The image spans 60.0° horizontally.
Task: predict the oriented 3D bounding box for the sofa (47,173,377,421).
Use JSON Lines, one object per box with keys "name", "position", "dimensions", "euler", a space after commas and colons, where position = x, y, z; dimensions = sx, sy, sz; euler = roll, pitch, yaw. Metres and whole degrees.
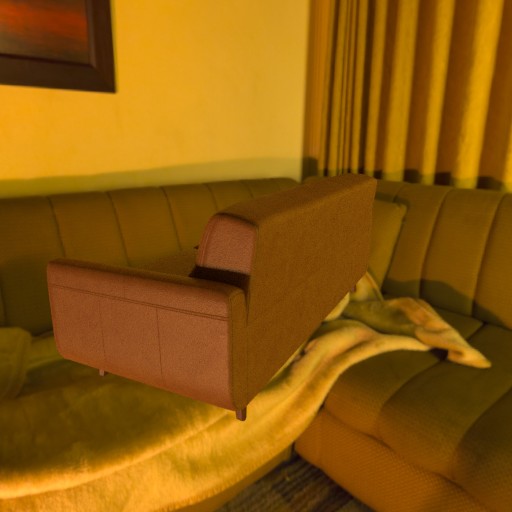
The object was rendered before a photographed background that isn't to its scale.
{"name": "sofa", "position": [0.000, 0.000, 2.646], "dimensions": [0.980, 0.892, 2.137], "euler": [8, 17, 26]}
